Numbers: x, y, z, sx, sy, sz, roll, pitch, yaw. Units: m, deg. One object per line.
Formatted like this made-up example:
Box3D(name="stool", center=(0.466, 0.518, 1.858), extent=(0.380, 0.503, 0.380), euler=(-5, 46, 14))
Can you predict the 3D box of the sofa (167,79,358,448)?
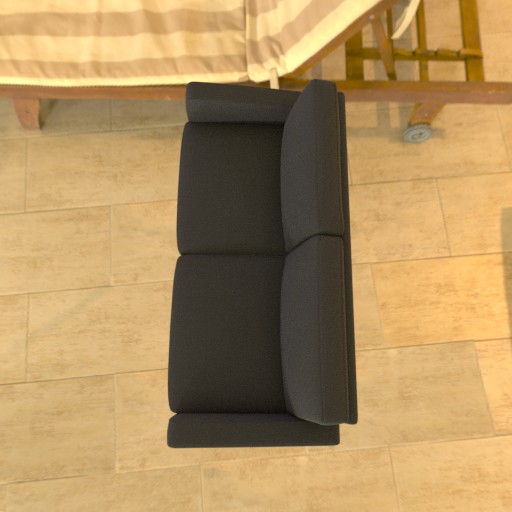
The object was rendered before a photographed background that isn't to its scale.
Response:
Box3D(name="sofa", center=(0.000, 0.000, 2.360), extent=(0.898, 0.839, 1.852), euler=(1, 76, 0))
